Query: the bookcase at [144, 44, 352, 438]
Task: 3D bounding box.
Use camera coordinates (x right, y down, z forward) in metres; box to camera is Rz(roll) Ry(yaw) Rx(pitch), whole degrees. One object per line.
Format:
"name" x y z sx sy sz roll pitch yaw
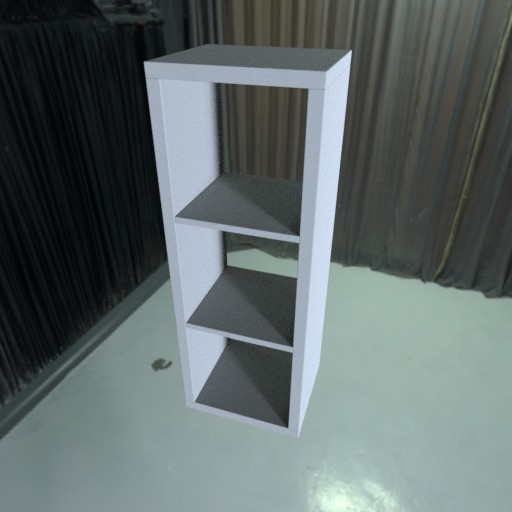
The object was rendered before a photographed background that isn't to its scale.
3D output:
"bookcase" 0.000 0.000 1.299 0.390 1.080 0.330 10 33 16
